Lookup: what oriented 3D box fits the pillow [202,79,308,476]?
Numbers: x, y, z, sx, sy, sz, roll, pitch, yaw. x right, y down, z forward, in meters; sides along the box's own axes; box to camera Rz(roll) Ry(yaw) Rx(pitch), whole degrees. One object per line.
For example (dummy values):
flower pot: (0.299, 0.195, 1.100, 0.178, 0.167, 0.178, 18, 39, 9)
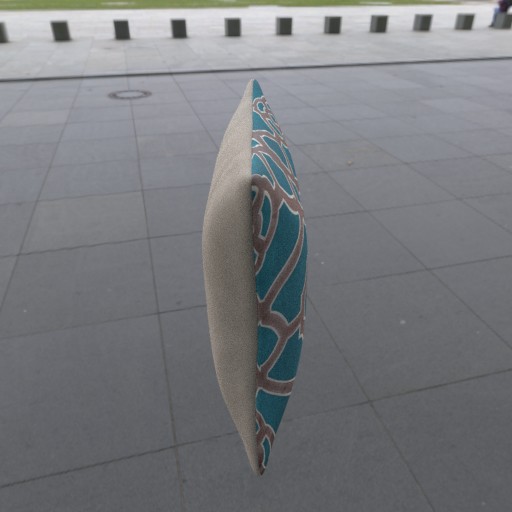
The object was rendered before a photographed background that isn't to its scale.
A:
pillow: (0.000, 0.000, 0.794, 0.166, 0.507, 0.526, 0, 32, 0)
